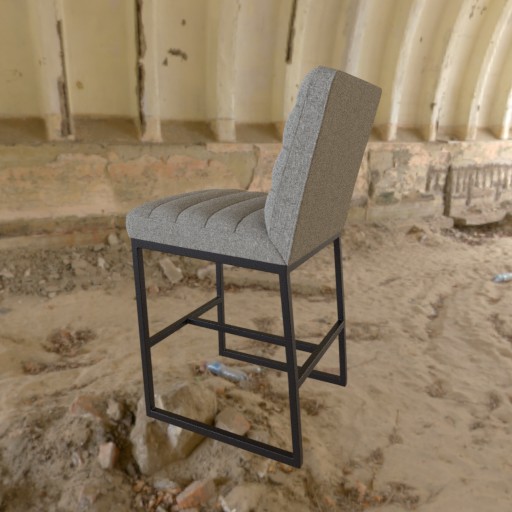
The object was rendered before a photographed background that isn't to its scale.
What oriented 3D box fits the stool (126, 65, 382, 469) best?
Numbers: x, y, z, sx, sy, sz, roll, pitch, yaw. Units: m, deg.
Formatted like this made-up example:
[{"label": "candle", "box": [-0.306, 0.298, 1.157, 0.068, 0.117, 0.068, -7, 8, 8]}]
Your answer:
[{"label": "stool", "box": [0.000, 0.000, 1.269, 0.560, 0.940, 0.460, 8, 17, 25]}]
